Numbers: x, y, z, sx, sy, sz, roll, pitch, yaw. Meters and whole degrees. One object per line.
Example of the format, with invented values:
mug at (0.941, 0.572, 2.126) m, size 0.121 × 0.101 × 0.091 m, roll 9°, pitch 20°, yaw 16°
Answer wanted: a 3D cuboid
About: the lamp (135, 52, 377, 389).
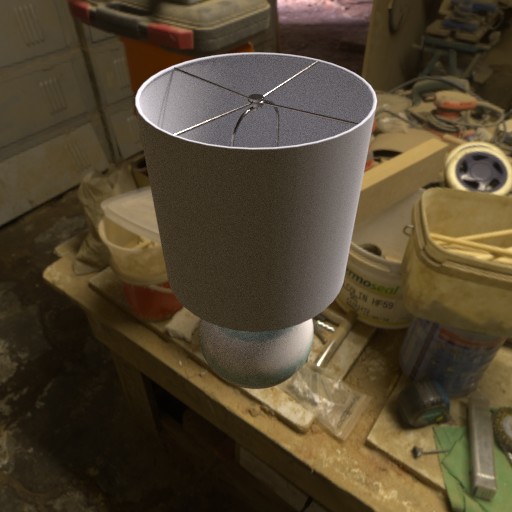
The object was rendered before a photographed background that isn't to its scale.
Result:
lamp at (0.000, 0.000, 0.539) m, size 0.217 × 0.404 × 0.217 m, roll 27°, pitch 49°, yaw 27°
